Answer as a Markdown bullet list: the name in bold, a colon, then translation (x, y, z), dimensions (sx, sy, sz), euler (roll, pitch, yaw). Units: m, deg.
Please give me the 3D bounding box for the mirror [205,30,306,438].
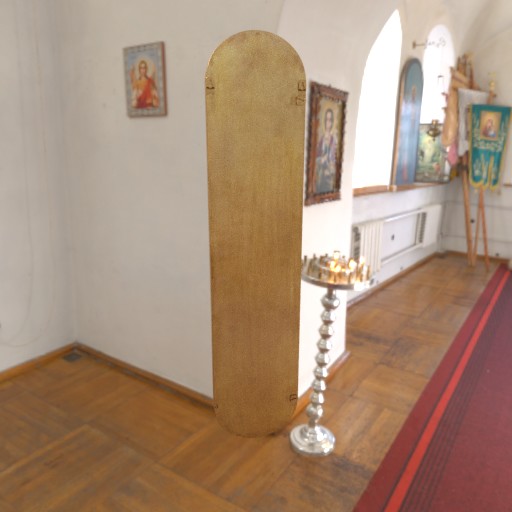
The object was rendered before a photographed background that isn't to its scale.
- **mirror**: translation (0.000, 0.000, 1.069), dimensions (0.222, 0.991, 0.032), euler (-3, 14, -11)
